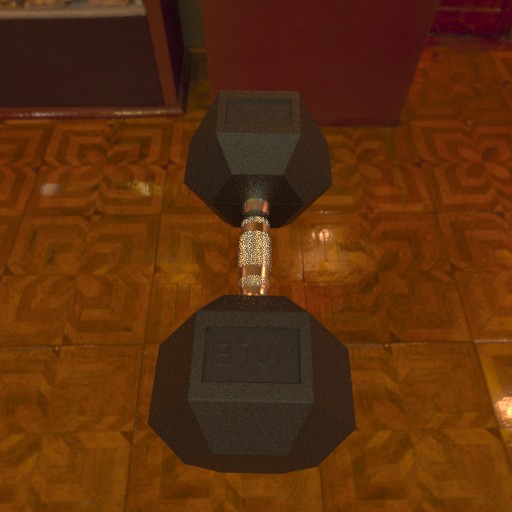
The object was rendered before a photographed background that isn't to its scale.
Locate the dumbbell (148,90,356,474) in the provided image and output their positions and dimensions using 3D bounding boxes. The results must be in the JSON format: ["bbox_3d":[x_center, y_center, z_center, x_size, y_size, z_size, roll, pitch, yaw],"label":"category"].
[{"bbox_3d":[0.000,0.000,0.418,0.157,0.137,0.361,1,57,1],"label":"dumbbell"}]
